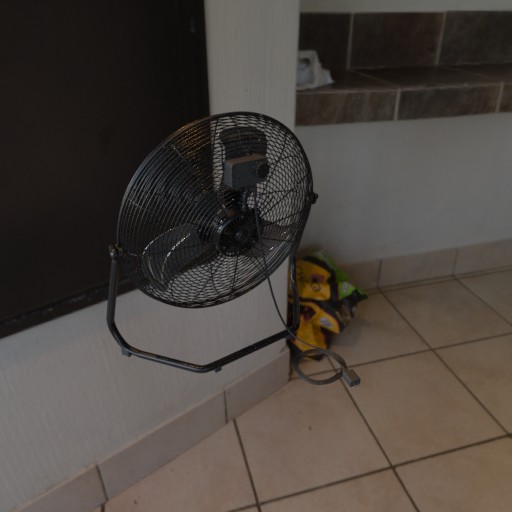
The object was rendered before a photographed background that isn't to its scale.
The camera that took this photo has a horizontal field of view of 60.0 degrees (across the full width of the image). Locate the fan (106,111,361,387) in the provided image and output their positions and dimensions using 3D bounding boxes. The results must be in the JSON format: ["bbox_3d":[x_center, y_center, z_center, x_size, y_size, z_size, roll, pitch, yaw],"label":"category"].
[{"bbox_3d":[0.000,0.000,0.918,0.555,0.546,0.424,-19,35,-29],"label":"fan"}]
